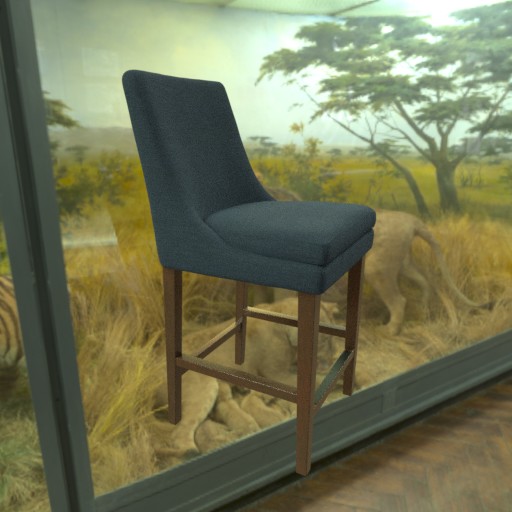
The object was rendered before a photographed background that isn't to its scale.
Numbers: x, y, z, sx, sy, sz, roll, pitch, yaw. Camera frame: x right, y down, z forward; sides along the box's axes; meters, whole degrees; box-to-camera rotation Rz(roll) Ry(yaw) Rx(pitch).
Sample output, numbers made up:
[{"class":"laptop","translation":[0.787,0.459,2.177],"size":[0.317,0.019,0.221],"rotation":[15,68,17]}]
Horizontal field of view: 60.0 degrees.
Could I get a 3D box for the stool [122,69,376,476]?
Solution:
[{"class":"stool","translation":[0.000,0.000,1.271],"size":[0.577,0.981,0.470],"rotation":[9,19,27]}]
